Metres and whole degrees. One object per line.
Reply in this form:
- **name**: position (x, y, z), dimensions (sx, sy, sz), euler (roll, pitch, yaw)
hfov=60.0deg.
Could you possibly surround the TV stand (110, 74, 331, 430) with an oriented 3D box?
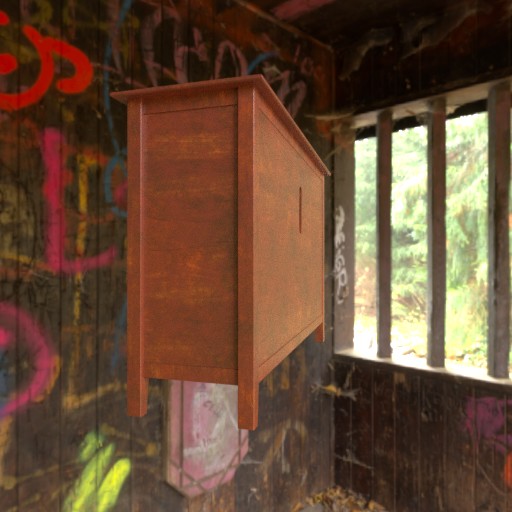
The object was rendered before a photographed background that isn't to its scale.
- **TV stand**: position (0.000, 0.000, 1.832), dimensions (0.445, 0.915, 1.372), euler (0, 0, 17)
